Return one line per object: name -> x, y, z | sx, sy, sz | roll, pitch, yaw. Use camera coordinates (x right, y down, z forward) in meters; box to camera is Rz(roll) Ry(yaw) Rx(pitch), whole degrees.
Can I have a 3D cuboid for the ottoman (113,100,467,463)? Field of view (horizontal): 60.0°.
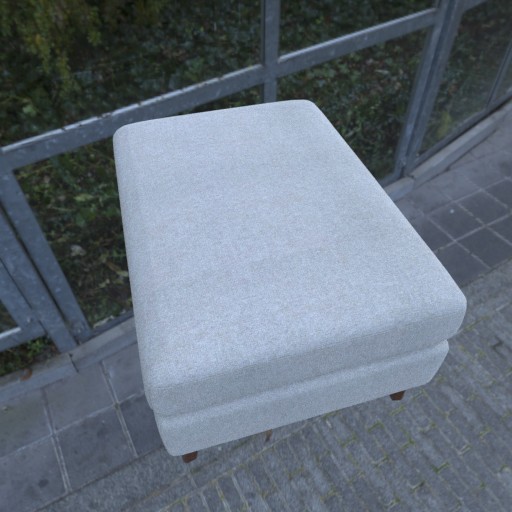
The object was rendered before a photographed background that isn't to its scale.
ottoman -> 0.000, 0.000, 1.150 | 0.610, 0.478, 0.823 | -12, 48, -11
